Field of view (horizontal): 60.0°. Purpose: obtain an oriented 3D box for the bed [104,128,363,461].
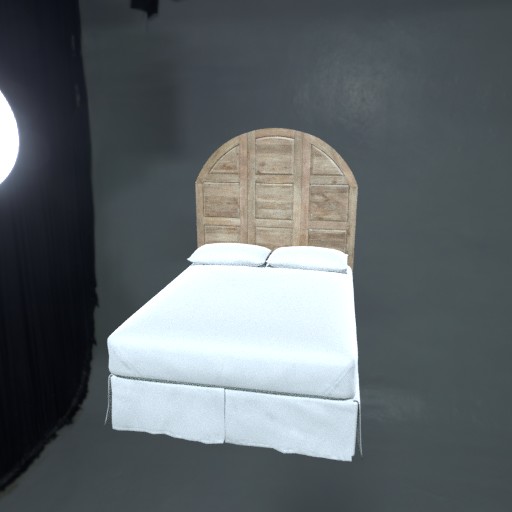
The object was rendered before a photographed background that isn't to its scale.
[{"bbox_3d":[0.000,0.000,3.554,1.713,2.002,2.112,3,15,10],"label":"bed"}]
